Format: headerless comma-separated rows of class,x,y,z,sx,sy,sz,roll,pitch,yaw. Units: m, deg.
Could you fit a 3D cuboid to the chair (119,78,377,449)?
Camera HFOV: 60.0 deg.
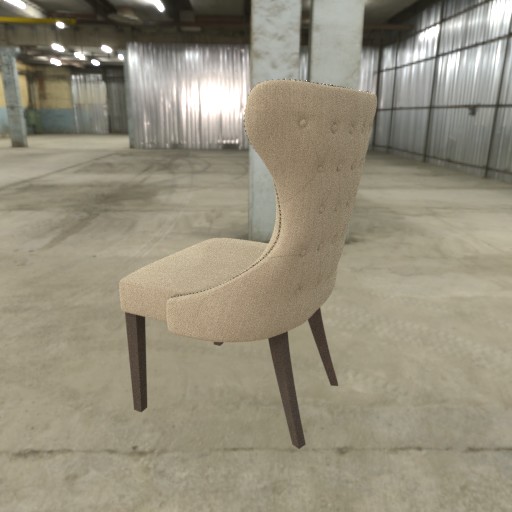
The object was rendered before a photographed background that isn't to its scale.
chair,0.000,0.000,1.362,0.635,0.967,0.628,8,19,25
